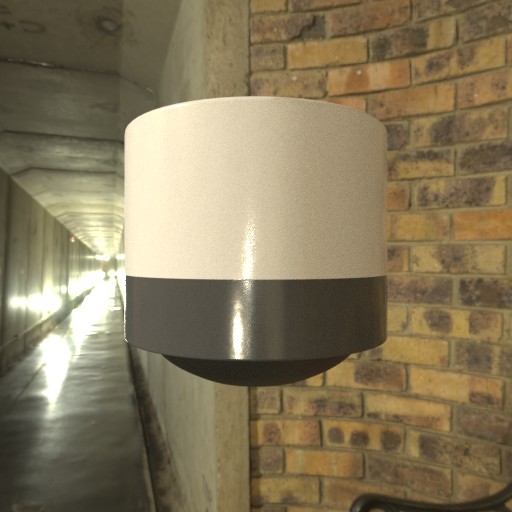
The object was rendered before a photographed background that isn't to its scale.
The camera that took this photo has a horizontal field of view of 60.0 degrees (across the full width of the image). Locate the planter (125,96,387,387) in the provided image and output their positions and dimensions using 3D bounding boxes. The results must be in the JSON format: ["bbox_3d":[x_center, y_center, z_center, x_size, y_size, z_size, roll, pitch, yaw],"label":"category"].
[{"bbox_3d":[0.000,0.000,0.340,0.193,0.177,0.193,0,0,0],"label":"planter"}]
